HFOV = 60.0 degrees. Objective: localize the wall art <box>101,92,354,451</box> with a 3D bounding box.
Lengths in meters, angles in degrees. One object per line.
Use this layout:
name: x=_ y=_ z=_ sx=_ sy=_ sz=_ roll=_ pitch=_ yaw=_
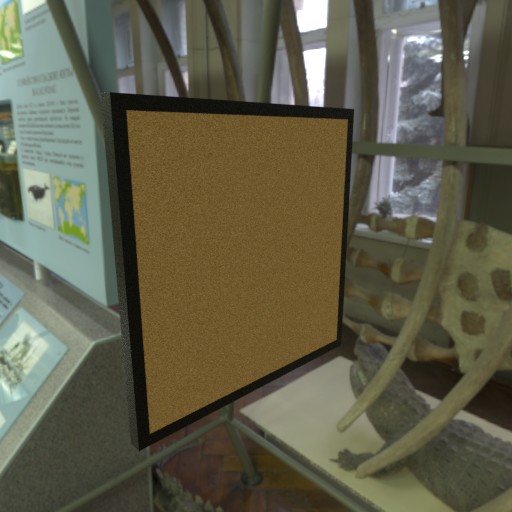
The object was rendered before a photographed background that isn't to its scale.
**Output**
wall art: x=0.000 y=0.000 z=1.165 sx=0.762 sy=0.762 sz=0.038 roll=-14 pitch=21 yaw=-42
